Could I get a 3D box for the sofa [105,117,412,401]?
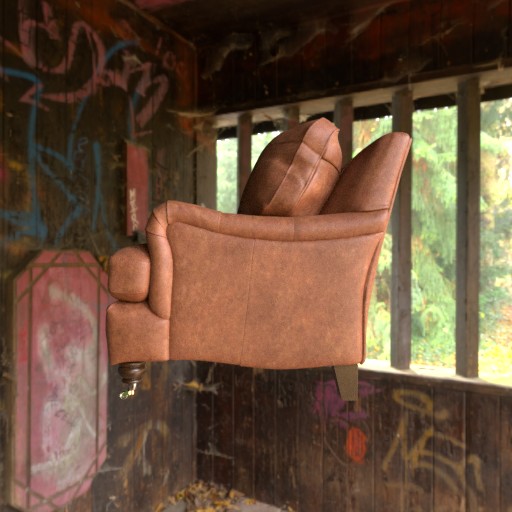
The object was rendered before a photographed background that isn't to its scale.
[{"bbox_3d":[0.000,0.000,2.229,1.077,1.004,1.527,0,0,-1],"label":"sofa"}]
